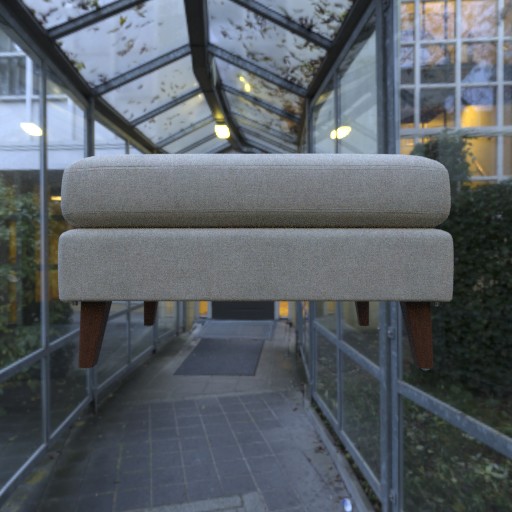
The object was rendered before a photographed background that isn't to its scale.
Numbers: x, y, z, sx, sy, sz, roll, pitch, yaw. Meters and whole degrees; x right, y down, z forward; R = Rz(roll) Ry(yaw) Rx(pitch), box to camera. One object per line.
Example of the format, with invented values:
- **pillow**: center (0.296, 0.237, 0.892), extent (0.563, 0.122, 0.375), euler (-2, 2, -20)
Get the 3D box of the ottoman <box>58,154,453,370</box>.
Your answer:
- **ottoman**: center (0.000, 0.000, 1.207), extent (0.823, 0.478, 0.610), euler (0, 0, 0)
